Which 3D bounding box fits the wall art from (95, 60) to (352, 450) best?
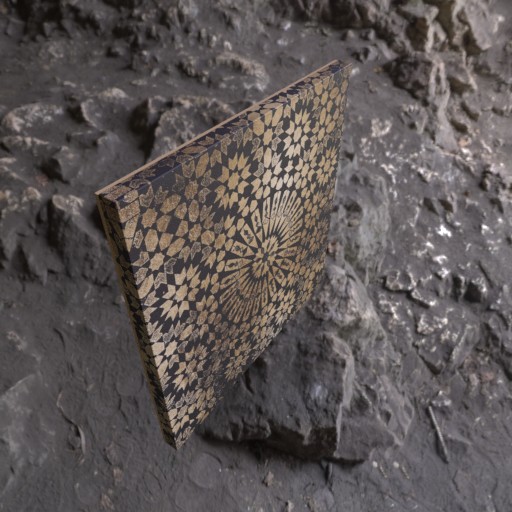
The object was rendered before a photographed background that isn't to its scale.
[{"bbox_3d":[0.000,0.000,0.907,0.038,0.612,0.612,25,47,26],"label":"wall art"}]
